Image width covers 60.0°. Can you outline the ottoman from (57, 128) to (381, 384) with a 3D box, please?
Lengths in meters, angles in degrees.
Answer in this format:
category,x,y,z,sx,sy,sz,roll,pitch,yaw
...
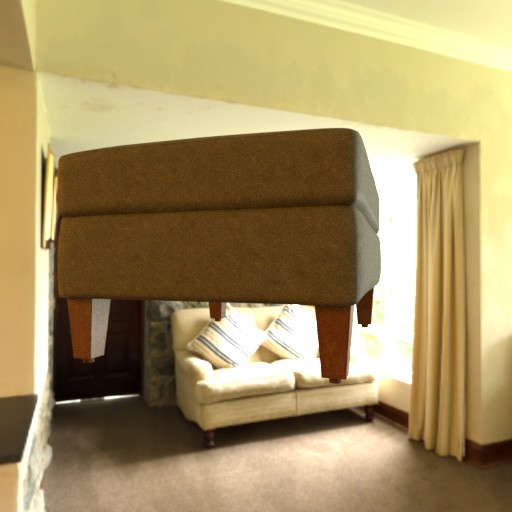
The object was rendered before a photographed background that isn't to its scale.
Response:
category,x,y,z,sx,sy,sz,roll,pitch,yaw
ottoman,0.000,0.000,1.214,0.639,0.464,0.839,0,-1,18
